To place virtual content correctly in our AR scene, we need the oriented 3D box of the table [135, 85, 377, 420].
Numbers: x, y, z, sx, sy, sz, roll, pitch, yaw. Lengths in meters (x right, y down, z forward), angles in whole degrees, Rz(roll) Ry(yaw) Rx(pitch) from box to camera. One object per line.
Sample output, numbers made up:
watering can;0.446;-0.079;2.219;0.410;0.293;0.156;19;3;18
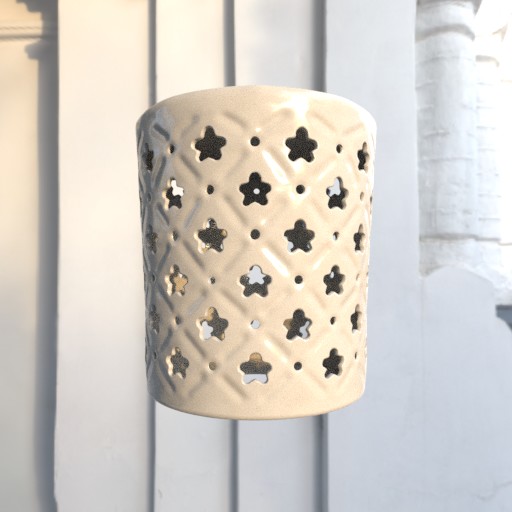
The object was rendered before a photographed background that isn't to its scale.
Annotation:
table;0.000;0.000;0.666;0.352;0.387;0.352;0;-1;0
